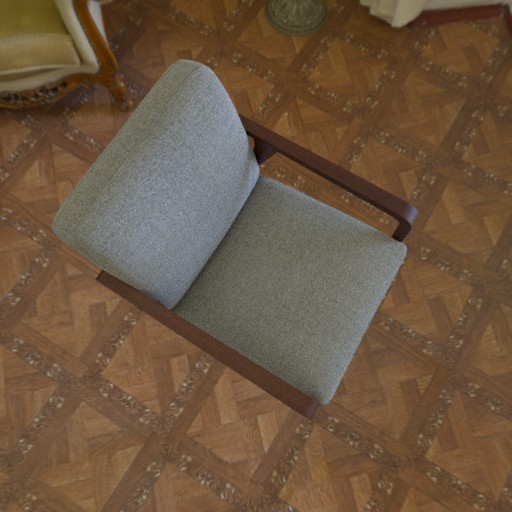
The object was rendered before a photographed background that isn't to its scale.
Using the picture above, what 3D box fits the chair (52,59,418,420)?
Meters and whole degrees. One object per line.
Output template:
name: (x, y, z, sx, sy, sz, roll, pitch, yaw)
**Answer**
chair: (0.000, 0.000, 1.448, 0.858, 0.847, 0.704, 30, 76, 8)
